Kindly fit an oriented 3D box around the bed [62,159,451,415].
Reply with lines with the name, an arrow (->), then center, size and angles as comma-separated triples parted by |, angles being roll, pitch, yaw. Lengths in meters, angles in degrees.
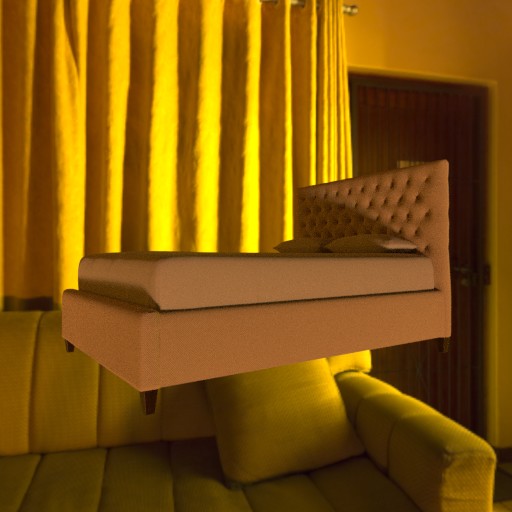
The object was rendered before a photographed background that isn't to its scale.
bed -> 0.000, 0.000, 3.306 | 2.387, 1.427, 1.698 | 0, 0, -35
